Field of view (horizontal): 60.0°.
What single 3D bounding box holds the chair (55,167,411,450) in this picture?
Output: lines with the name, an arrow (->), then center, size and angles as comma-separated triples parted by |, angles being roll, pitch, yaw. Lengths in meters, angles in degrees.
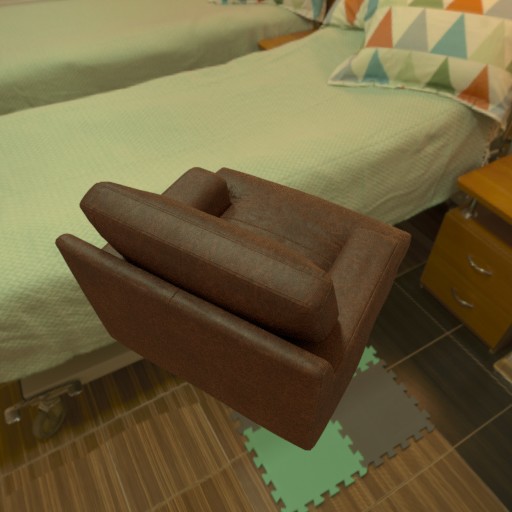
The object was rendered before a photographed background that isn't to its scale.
chair -> 0.000, 0.000, 2.003 | 1.168, 0.939, 1.143 | 23, 50, 21
